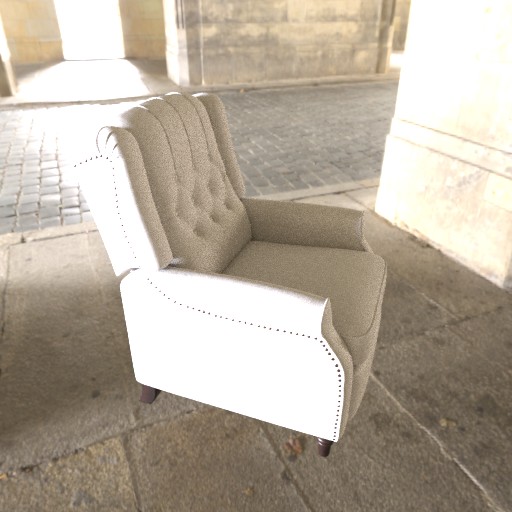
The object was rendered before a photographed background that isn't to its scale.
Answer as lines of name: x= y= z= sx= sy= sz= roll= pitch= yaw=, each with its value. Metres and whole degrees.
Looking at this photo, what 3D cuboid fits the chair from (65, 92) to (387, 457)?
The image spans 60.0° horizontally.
chair: x=0.000 y=0.000 z=1.569 sx=0.902 sy=1.035 sz=0.742 roll=10 pitch=31 yaw=18
